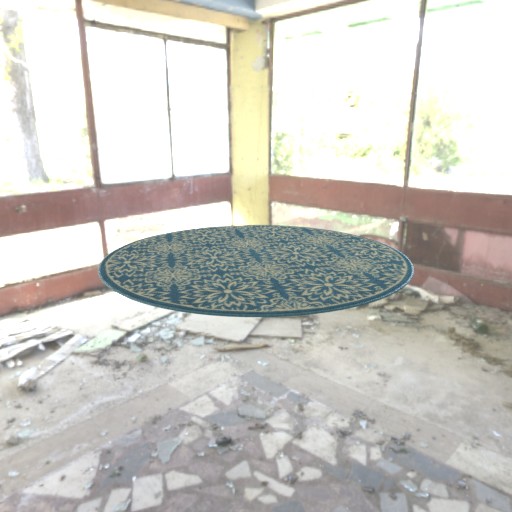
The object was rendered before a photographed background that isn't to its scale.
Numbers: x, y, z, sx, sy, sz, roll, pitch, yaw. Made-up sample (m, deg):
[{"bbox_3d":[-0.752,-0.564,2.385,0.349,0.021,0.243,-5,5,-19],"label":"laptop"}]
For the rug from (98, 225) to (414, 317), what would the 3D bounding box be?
[{"bbox_3d":[0.000,0.000,2.361,1.593,0.012,1.593,0,16,0],"label":"rug"}]
